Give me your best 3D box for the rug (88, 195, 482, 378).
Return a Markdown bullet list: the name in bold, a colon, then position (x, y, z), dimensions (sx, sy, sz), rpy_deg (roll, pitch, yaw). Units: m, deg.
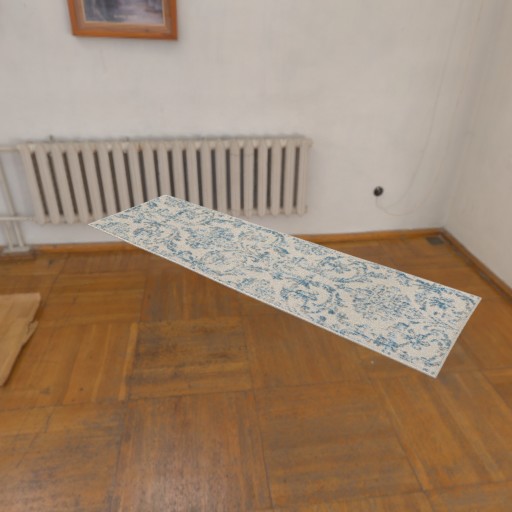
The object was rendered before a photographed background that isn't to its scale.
- **rug**: position (0.000, 0.000, 2.460), dimensions (2.196, 0.011, 0.662), rpy_deg (21, 35, 32)
